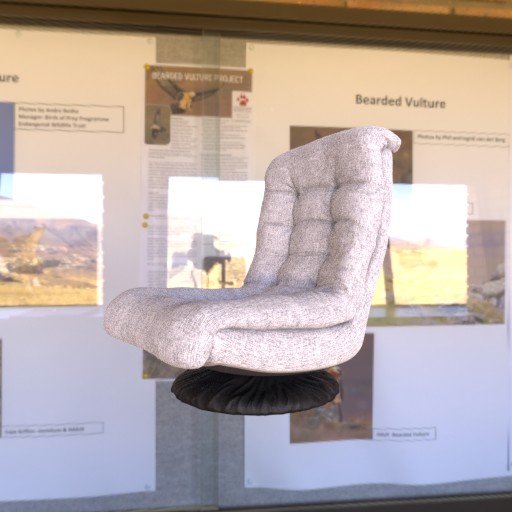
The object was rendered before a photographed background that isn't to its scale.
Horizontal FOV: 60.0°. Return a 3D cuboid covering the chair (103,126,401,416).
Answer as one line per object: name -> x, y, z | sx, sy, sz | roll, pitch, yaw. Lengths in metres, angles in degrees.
chair -> 0.000, 0.000, 0.987 | 0.583, 0.600, 0.400 | 0, 0, -38
